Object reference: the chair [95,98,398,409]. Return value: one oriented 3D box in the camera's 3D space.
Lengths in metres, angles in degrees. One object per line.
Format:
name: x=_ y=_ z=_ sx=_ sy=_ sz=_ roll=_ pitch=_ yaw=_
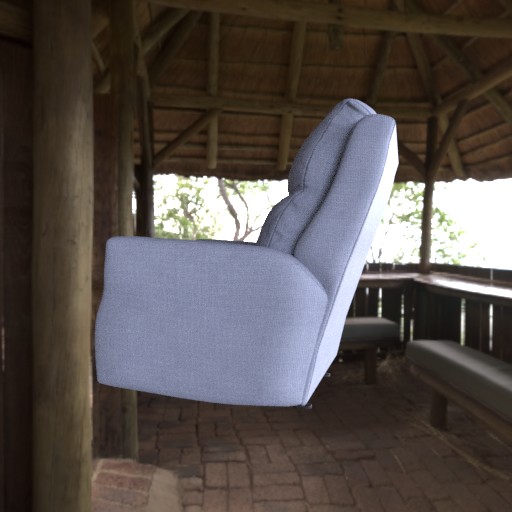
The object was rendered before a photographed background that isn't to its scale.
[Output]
chair: x=0.000 y=0.000 z=1.782 sx=1.080 sy=1.030 sz=0.829 roll=0 pitch=1 yaw=19
